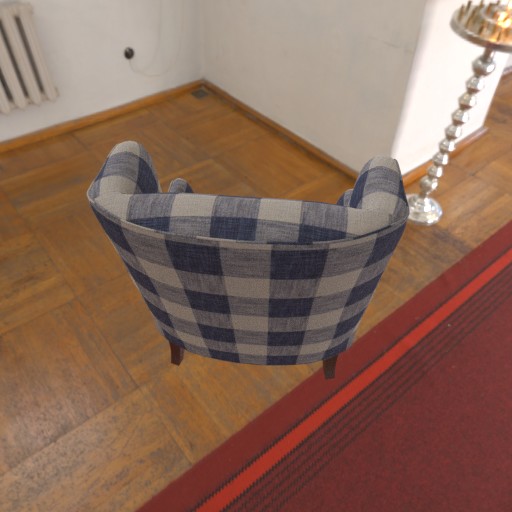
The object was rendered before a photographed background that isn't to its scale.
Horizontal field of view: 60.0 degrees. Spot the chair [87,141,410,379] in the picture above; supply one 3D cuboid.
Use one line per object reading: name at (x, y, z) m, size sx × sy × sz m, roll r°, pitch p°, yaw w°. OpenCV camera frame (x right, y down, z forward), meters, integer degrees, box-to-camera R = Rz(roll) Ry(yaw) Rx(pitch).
chair at (0.000, 0.000, 1.680) m, size 0.830 × 1.041 × 0.889 m, roll 4°, pitch 45°, yaw 4°
